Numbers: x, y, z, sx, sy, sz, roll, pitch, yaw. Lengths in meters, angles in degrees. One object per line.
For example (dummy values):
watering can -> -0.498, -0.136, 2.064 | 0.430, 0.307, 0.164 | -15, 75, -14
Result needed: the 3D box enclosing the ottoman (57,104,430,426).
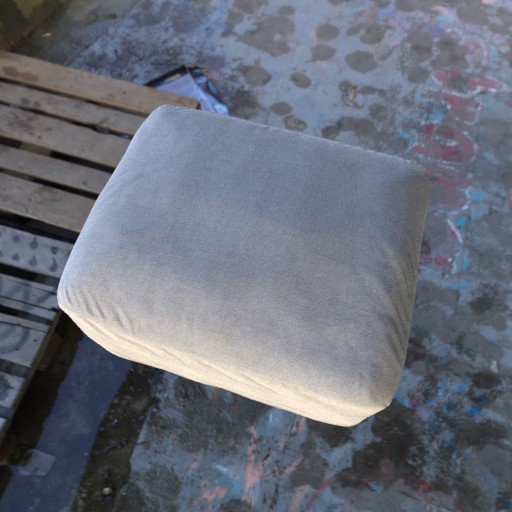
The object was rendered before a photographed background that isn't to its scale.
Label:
ottoman -> 0.000, 0.000, 1.228 | 0.837, 0.481, 0.683 | 16, 65, 8
